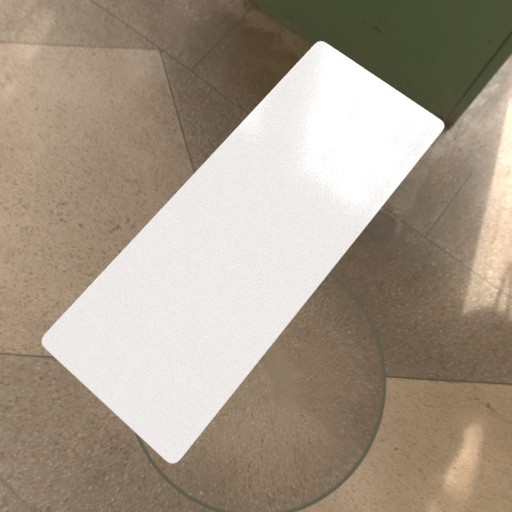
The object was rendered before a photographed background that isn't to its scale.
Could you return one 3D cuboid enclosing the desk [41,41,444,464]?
[{"bbox_3d":[0.000,0.000,1.793,0.550,0.762,1.400,38,78,9],"label":"desk"}]
